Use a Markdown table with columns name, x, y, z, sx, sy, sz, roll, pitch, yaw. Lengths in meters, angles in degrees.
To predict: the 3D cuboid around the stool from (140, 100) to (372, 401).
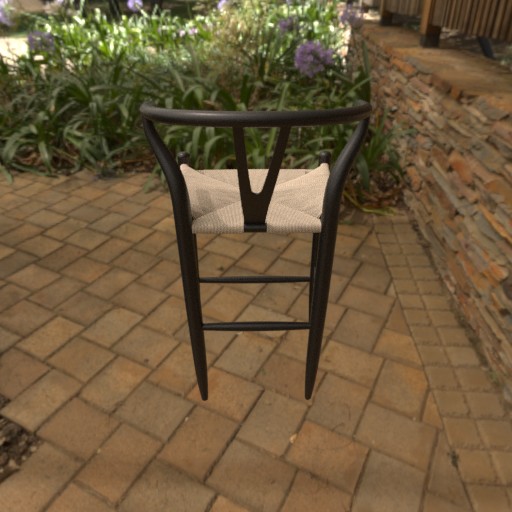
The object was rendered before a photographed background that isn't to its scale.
| name | x | y | z | sx | sy | sz | roll | pitch | yaw |
| --- | --- | --- | --- | --- | --- | --- | --- | --- | --- |
| stool | 0.000 | 0.000 | 1.331 | 0.569 | 0.970 | 0.579 | -1 | 31 | -1 |
